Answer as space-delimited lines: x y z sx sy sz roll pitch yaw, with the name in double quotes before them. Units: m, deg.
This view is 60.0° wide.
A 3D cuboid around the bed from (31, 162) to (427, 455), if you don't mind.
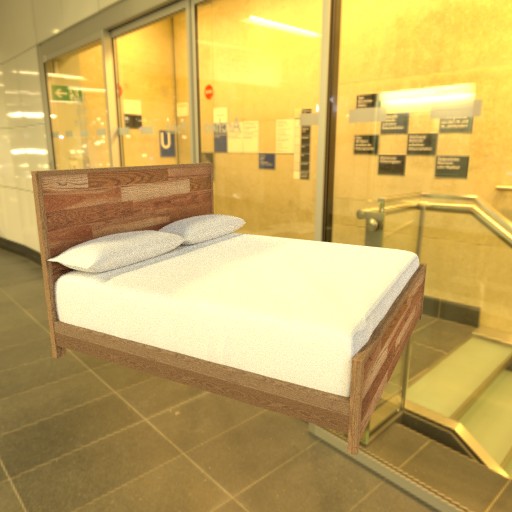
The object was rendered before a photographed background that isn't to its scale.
"bed" 0.000 0.000 3.340 2.184 1.295 2.013 7 15 27
